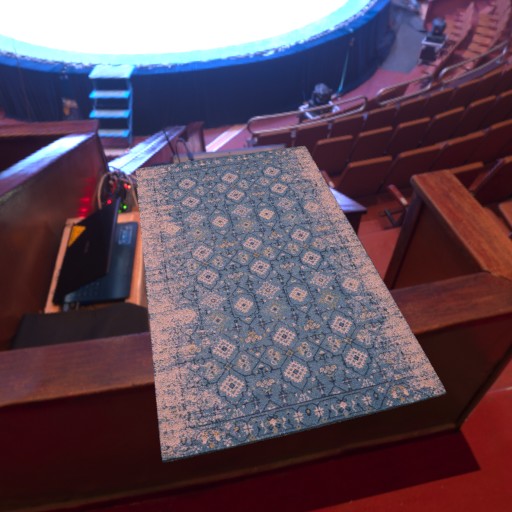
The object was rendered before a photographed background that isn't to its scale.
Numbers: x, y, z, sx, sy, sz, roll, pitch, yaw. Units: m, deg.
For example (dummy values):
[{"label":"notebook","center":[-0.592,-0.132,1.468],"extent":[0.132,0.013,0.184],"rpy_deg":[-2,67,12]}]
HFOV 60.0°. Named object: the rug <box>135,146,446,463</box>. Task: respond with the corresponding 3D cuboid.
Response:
[{"label":"rug","center":[0.000,0.000,2.224],"extent":[1.102,0.008,1.795],"rpy_deg":[-10,47,-9]}]
